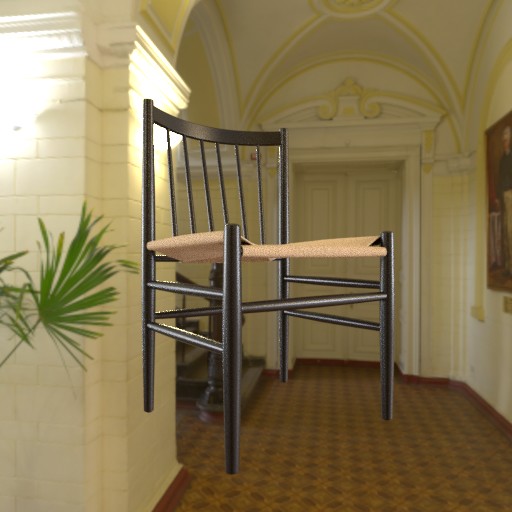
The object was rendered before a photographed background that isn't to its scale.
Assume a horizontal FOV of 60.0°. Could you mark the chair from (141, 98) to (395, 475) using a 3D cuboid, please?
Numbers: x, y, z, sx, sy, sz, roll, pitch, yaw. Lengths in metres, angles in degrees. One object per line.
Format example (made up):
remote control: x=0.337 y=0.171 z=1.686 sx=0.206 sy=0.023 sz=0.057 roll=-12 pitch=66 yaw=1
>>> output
chair: x=0.000 y=0.000 z=1.161 sx=0.495 sy=0.818 sz=0.516 roll=0 pitch=0 yaw=-36
